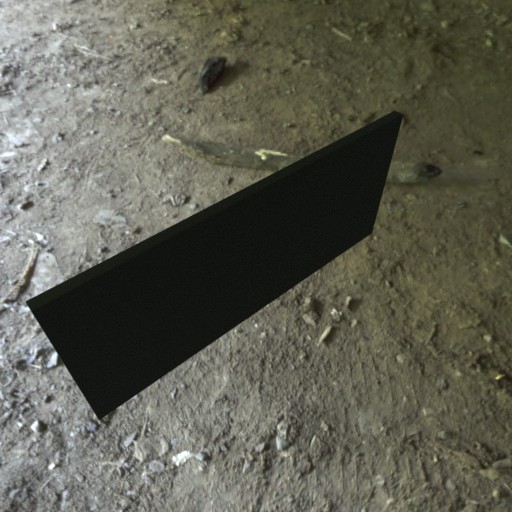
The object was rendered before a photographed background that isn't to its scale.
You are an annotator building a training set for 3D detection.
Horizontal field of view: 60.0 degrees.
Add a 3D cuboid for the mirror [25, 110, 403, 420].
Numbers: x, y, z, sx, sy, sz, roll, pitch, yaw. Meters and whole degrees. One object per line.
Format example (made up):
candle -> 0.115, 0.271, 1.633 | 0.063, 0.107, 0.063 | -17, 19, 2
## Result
mirror -> 0.000, 0.000, 1.780 | 1.584, 0.692, 0.047 | -31, 54, -26
